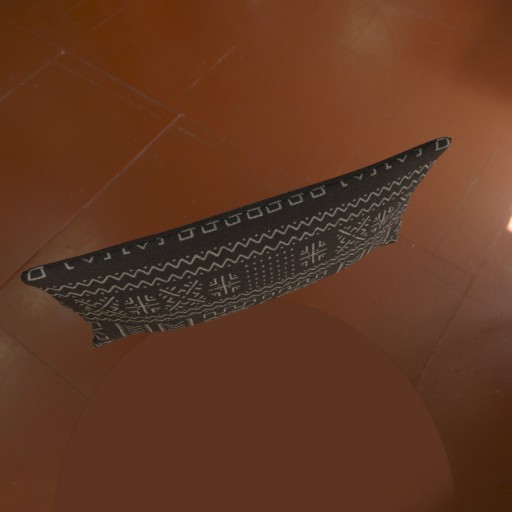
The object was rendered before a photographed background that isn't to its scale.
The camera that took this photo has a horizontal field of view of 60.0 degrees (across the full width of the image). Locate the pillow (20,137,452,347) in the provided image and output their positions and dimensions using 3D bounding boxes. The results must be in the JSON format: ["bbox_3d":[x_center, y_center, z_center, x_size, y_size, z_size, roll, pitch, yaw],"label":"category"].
[{"bbox_3d":[0.000,0.000,0.768,0.667,0.322,0.135,-19,64,-9],"label":"pillow"}]
